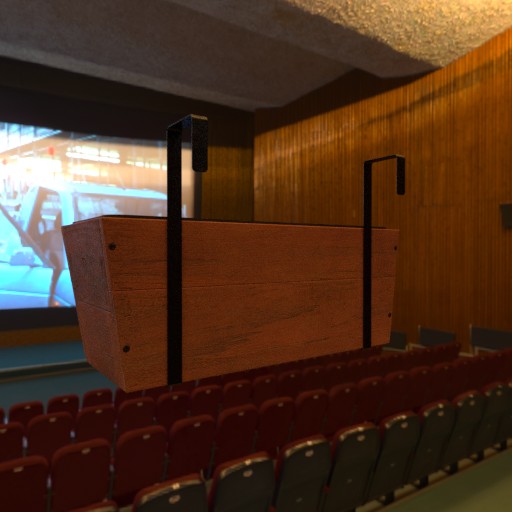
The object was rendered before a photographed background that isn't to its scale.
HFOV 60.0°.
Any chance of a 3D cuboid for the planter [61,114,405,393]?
[{"bbox_3d":[0.000,0.000,0.647,0.480,0.289,0.262,0,1,-35],"label":"planter"}]
